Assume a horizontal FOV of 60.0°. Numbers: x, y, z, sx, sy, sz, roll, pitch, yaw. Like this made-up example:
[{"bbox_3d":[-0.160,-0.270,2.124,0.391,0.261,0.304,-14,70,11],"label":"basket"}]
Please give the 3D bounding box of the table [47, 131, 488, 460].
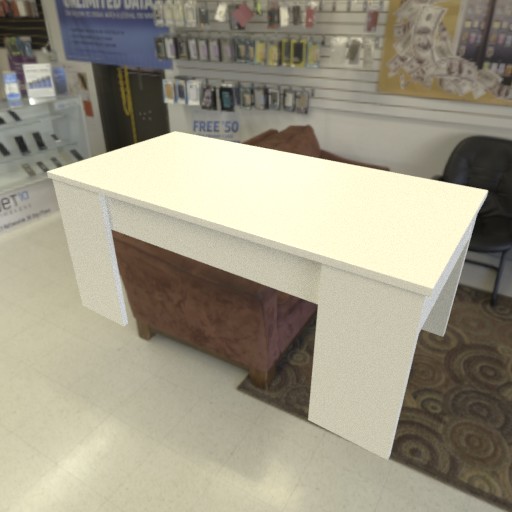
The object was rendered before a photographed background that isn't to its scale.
[{"bbox_3d":[0.000,0.000,1.226,1.000,0.440,0.500,18,35,29],"label":"table"}]
